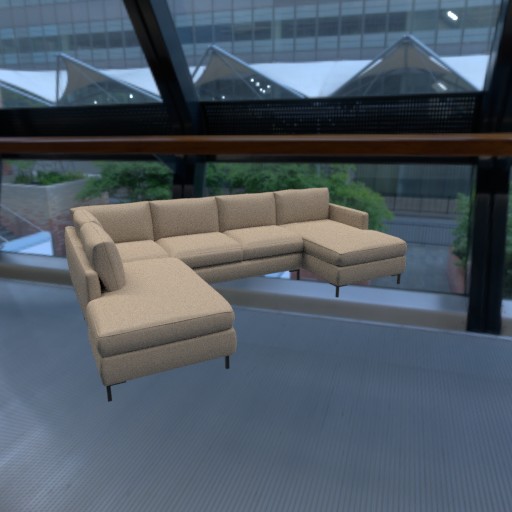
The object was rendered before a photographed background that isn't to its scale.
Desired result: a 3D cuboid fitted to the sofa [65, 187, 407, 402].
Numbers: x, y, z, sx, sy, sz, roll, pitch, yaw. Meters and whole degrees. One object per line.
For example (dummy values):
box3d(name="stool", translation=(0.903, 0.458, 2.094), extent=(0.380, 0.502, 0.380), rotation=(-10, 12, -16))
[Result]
box3d(name="sofa", translation=(0.000, 0.000, 3.581), extent=(2.737, 0.756, 1.879), rotation=(-9, 19, -26))
